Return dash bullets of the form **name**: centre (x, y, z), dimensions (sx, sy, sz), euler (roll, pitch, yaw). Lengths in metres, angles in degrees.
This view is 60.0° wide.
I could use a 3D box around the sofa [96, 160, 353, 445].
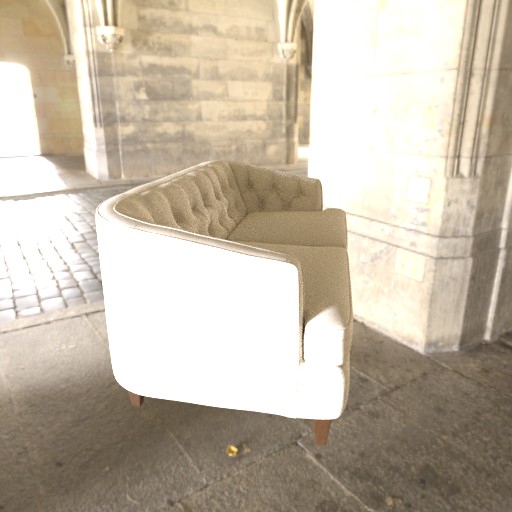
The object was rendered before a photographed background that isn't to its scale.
- **sofa**: centre (0.000, 0.000, 2.216), dimensions (0.941, 0.855, 1.733), euler (3, 18, 10)
